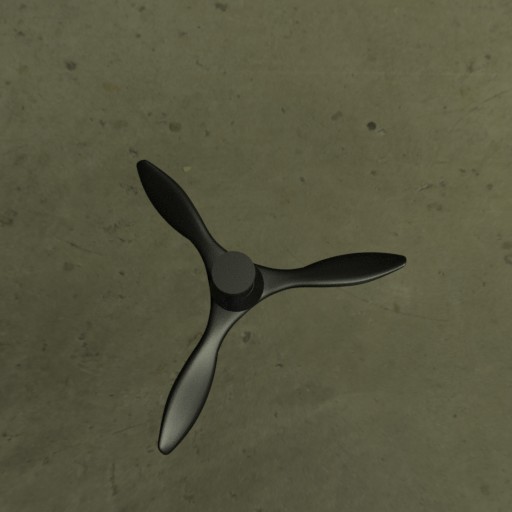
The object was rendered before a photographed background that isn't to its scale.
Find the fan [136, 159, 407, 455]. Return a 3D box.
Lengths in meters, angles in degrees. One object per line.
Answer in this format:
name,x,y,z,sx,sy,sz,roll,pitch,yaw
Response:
fan,0.000,0.000,1.579,1.067,0.305,1.067,-19,78,-4
